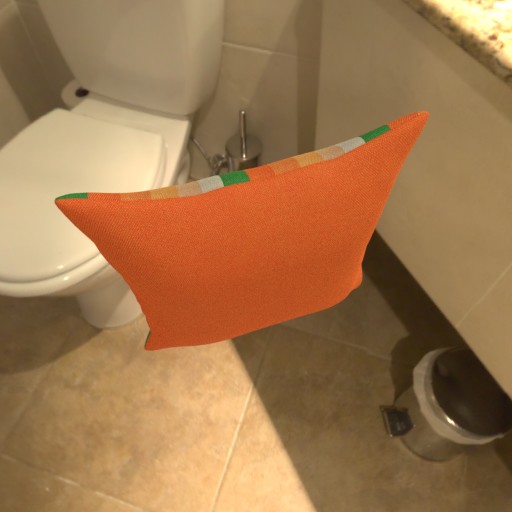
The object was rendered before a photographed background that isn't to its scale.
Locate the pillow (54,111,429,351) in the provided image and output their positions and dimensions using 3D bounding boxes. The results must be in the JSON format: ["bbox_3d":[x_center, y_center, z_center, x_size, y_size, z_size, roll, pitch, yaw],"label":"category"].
[{"bbox_3d":[0.000,0.000,0.695,0.453,0.444,0.169,-16,59,-10],"label":"pillow"}]
